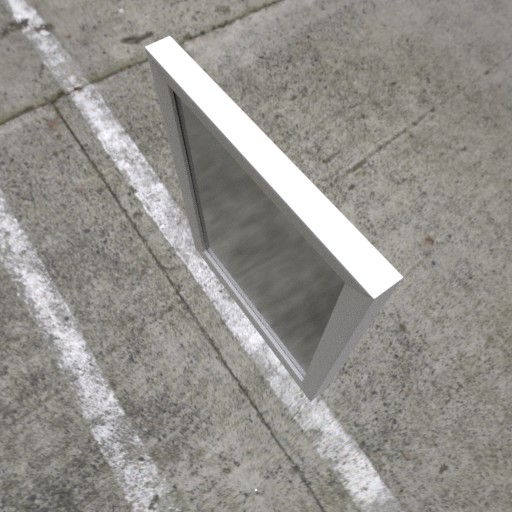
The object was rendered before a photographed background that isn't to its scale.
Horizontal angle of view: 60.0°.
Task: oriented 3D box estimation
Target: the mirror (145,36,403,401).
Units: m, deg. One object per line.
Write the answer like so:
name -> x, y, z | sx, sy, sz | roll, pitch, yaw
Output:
mirror -> 0.000, 0.000, 0.690 | 0.041, 0.508, 0.405 | -33, 67, -16
